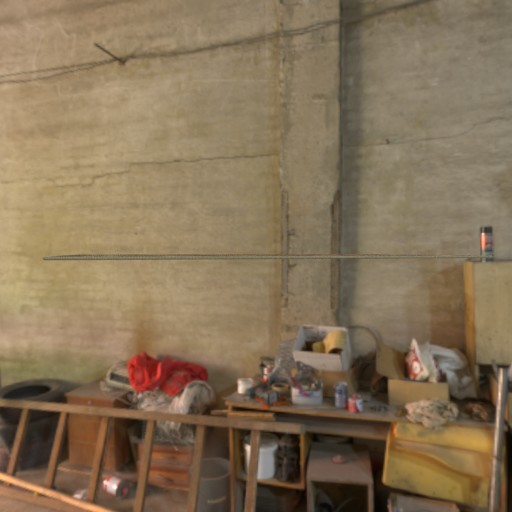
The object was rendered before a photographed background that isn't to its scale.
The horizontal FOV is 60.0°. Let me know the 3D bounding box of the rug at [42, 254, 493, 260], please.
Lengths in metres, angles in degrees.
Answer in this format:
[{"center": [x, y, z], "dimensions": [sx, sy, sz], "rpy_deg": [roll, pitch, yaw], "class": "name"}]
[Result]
[{"center": [0.000, 0.000, 2.840], "dimensions": [2.290, 0.014, 1.526], "rpy_deg": [0, 1, -17], "class": "rug"}]
